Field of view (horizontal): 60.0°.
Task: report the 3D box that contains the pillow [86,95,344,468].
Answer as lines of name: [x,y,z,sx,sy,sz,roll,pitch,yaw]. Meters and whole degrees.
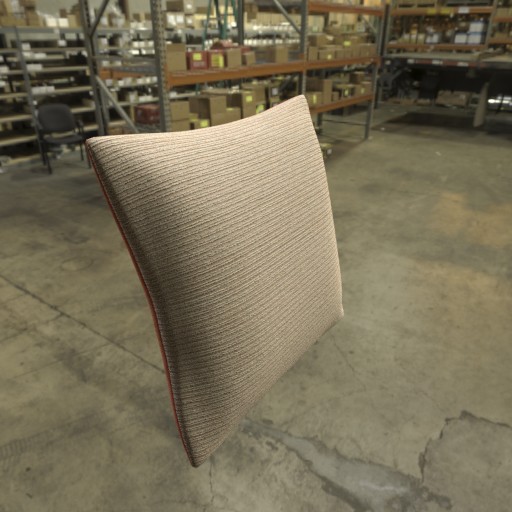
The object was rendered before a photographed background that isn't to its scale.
pillow: [0.000,0.000,0.653,0.177,0.401,0.424,18,32,32]
